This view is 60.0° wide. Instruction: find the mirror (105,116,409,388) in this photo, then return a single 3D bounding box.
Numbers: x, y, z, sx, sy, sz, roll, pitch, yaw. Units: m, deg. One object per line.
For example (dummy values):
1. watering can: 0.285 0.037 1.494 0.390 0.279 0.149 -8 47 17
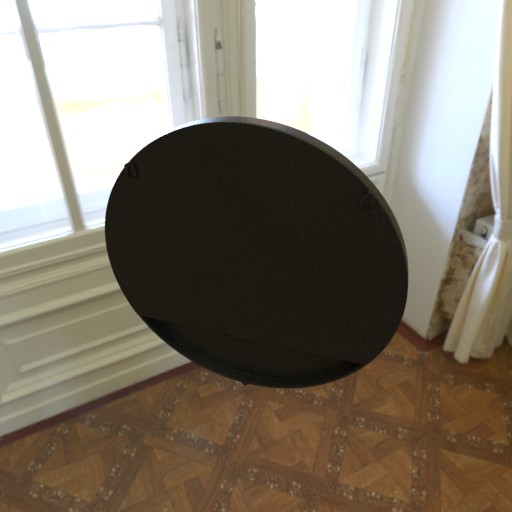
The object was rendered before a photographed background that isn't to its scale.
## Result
1. mirror: 0.000 0.000 0.700 0.457 0.457 0.133 10 35 14
